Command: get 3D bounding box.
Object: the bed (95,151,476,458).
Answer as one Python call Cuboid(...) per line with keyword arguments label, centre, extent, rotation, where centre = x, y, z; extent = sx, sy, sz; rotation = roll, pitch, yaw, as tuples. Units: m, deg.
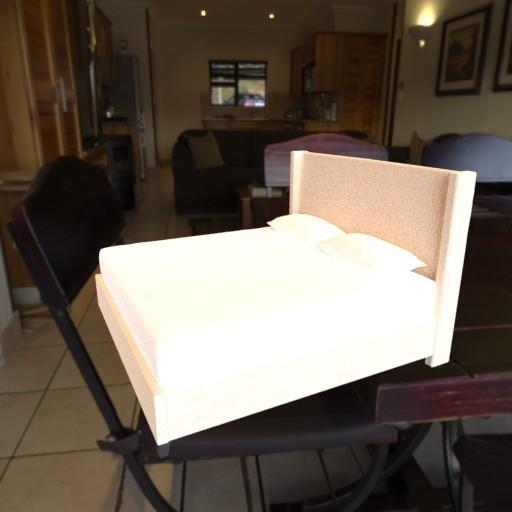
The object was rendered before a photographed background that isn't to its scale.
Cuboid(label="bed", centre=(0.000, 0.000, 3.640), extent=(2.293, 1.471, 2.145), rotation=(-9, 20, -26))
